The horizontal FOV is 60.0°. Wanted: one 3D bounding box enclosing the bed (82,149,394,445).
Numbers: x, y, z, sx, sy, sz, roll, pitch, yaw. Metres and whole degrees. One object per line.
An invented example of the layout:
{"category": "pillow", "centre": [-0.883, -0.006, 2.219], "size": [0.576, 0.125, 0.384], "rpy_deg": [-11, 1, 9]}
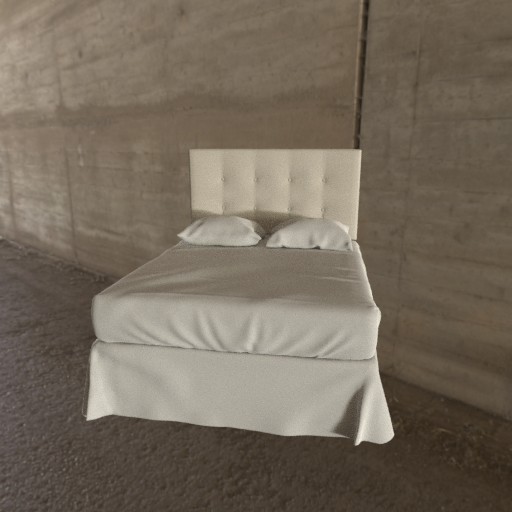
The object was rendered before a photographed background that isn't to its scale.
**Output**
{"category": "bed", "centre": [0.000, 0.000, 3.385], "size": [1.936, 1.577, 2.222], "rpy_deg": [2, 14, 9]}
